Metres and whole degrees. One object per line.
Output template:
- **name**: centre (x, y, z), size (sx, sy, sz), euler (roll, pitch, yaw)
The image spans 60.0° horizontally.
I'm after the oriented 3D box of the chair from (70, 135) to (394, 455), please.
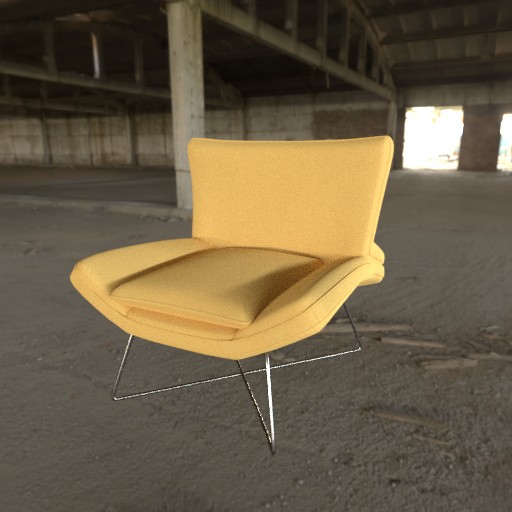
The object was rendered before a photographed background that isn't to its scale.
- **chair**: centre (0.000, 0.000, 1.632), size (0.859, 0.855, 1.008), euler (7, 16, 26)
